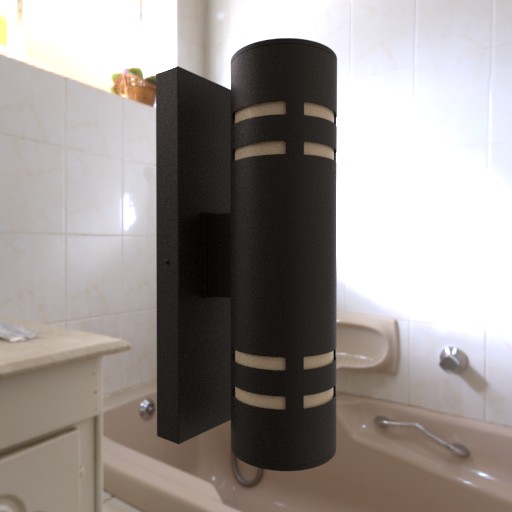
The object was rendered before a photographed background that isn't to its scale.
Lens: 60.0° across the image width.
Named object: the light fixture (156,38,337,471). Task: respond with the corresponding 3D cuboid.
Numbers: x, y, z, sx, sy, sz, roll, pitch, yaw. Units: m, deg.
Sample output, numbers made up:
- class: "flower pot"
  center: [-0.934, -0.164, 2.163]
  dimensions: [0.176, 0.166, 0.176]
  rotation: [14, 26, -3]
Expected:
- class: "light fixture"
  center: [0.000, 0.000, 0.399]
  dimensions: [0.149, 0.330, 0.105]
  rotation: [1, 1, 37]
